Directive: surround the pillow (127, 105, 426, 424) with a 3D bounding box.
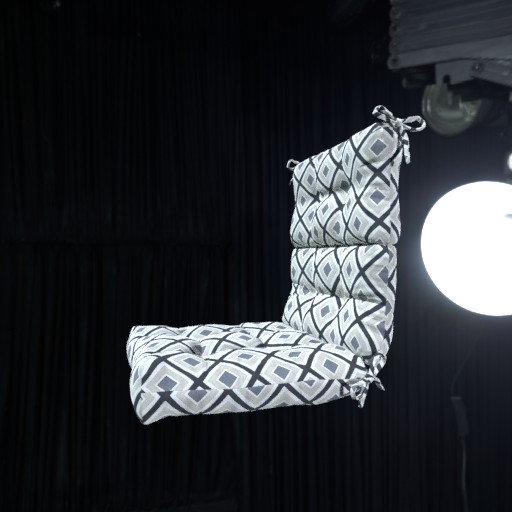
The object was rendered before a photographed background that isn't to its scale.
[{"bbox_3d":[0.000,0.000,1.031,0.571,0.605,0.519,0,0,-17],"label":"pillow"}]
